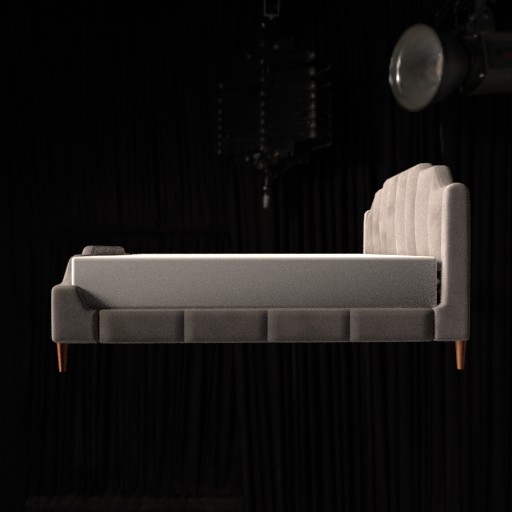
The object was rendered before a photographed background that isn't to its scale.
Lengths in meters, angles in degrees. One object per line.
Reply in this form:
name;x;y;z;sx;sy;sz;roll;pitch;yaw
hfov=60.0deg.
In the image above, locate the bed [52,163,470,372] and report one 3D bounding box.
bed;0.000;0.000;3.259;2.340;1.245;1.676;0;1;-2
